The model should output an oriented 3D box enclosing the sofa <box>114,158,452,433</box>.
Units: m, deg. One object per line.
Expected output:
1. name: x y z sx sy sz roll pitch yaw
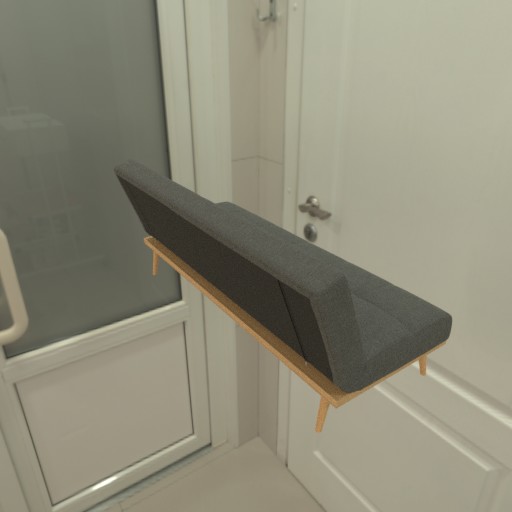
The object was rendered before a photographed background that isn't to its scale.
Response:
1. sofa: 0.000 0.000 2.312 0.820 0.770 1.820 -17 31 -31
